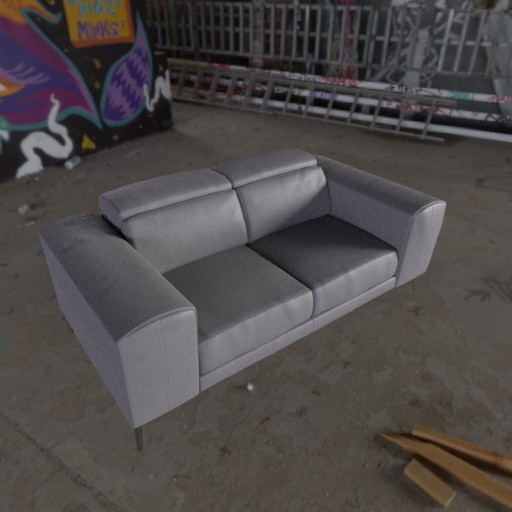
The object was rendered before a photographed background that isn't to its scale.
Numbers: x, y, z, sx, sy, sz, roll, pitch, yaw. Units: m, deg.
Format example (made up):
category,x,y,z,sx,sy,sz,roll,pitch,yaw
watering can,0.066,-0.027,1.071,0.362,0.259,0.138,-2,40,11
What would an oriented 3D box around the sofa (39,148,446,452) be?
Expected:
category,x,y,z,sx,sy,sz,roll,pitch,yaw
sofa,0.000,0.000,2.375,1.895,0.779,1.003,-21,37,-31
